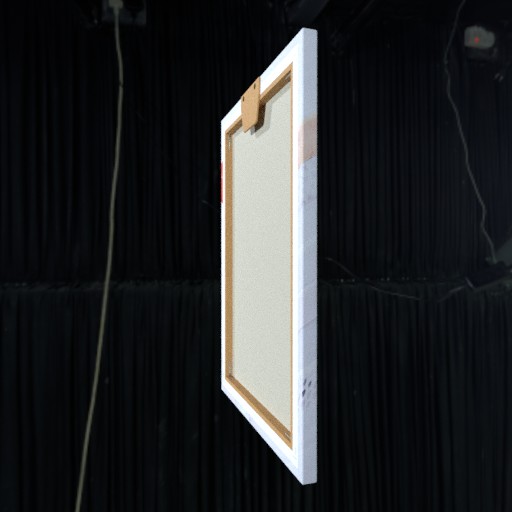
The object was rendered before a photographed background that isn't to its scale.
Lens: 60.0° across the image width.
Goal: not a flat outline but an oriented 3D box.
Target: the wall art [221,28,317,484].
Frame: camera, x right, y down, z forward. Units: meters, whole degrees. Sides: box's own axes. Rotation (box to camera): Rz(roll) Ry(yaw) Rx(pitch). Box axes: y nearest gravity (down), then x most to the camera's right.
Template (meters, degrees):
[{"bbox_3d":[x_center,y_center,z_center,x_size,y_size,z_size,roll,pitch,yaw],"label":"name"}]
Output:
[{"bbox_3d":[0.000,0.000,1.114,0.036,0.848,0.613,0,0,-19],"label":"wall art"}]
